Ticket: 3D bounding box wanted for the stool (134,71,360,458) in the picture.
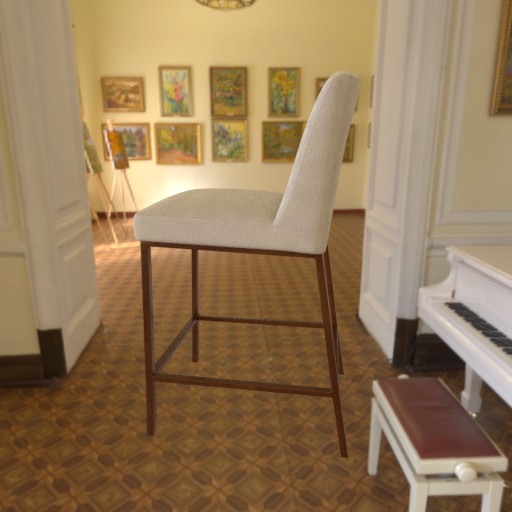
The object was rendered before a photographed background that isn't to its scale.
[{"bbox_3d":[0.000,0.000,1.321,0.576,0.973,0.507,2,15,9],"label":"stool"}]
